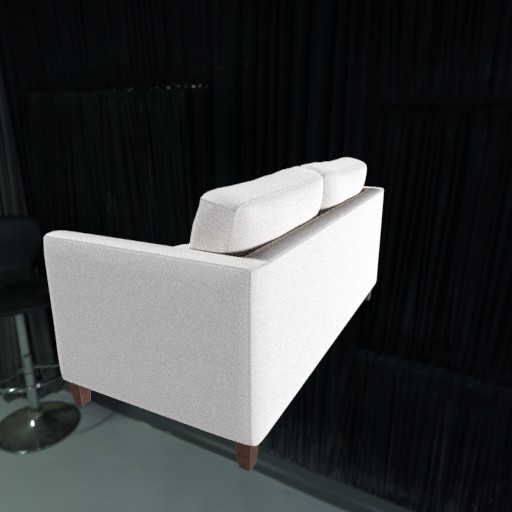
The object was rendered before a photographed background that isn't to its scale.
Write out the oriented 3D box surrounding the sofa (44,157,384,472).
[{"bbox_3d":[0.000,0.000,2.162,0.873,0.888,1.722,8,19,26],"label":"sofa"}]
